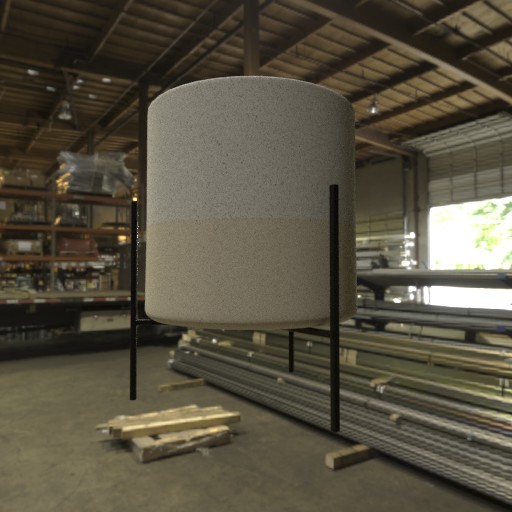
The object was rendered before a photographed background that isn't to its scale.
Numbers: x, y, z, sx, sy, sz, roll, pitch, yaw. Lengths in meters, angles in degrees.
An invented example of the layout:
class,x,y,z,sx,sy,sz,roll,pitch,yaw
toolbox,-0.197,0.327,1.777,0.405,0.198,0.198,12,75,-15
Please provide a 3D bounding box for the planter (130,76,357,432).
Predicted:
class,x,y,z,sx,sy,sz,roll,pitch,yaw
planter,0.000,0.000,0.664,0.313,0.423,0.335,1,-2,-36
